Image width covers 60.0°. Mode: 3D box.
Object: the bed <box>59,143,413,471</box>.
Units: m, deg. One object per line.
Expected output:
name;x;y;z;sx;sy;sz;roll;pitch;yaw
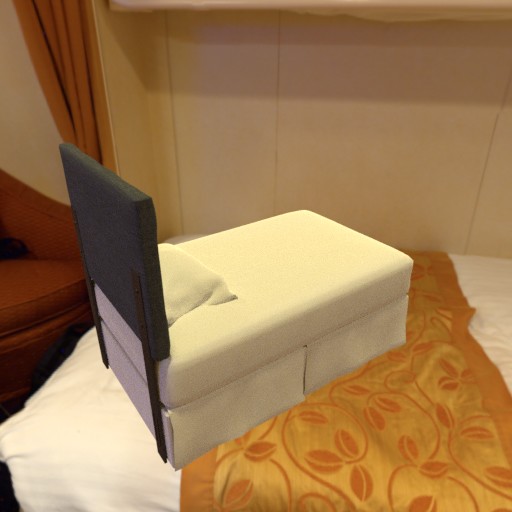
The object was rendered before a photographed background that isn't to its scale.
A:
bed;0.000;0.000;2.982;1.997;1.571;1.261;-18;33;-31
